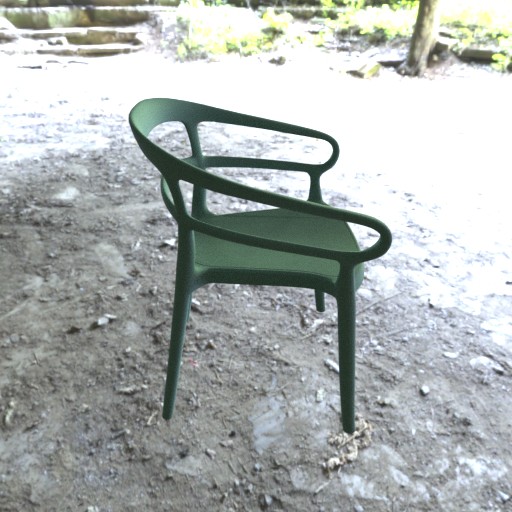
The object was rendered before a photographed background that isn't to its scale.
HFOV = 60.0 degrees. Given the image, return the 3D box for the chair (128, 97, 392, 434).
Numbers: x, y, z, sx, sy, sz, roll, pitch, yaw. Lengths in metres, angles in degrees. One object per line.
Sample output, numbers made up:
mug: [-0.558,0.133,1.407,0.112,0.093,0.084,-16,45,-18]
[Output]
chair: [0.000,0.000,1.153,0.527,0.761,0.559,-1,31,-1]
